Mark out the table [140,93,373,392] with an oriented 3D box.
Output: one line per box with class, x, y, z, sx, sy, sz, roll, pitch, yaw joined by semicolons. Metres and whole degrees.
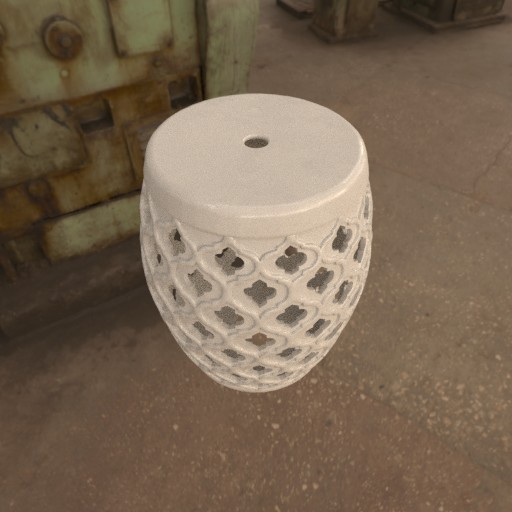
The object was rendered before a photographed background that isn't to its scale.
table;0.000;0.000;0.662;0.325;0.388;0.325;0;45;0
